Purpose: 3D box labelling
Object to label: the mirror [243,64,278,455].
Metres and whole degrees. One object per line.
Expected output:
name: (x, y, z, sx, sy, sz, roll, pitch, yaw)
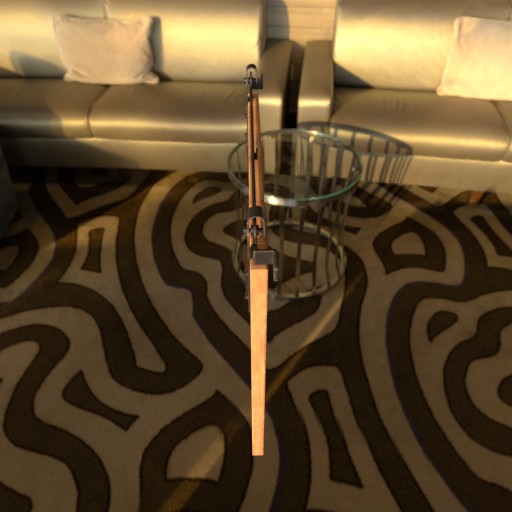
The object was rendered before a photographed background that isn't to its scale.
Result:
mirror: (0.000, 0.000, 1.208, 0.054, 0.800, 0.805, -1, 43, -1)
